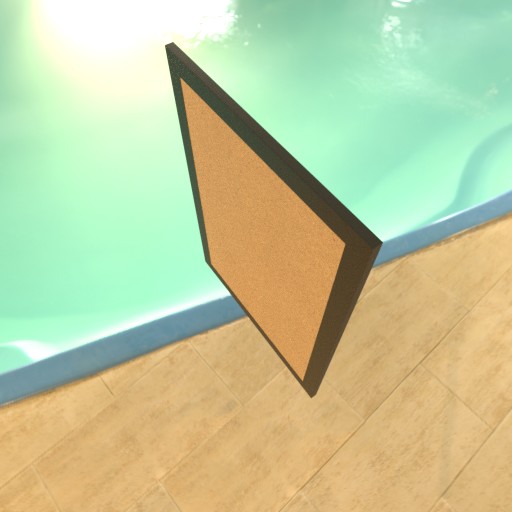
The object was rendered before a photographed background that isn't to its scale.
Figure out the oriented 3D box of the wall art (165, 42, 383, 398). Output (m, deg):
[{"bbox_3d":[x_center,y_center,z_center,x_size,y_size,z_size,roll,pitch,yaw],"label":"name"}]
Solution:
[{"bbox_3d":[0.000,0.000,0.711,0.013,0.534,0.381,-32,63,-18],"label":"wall art"}]
